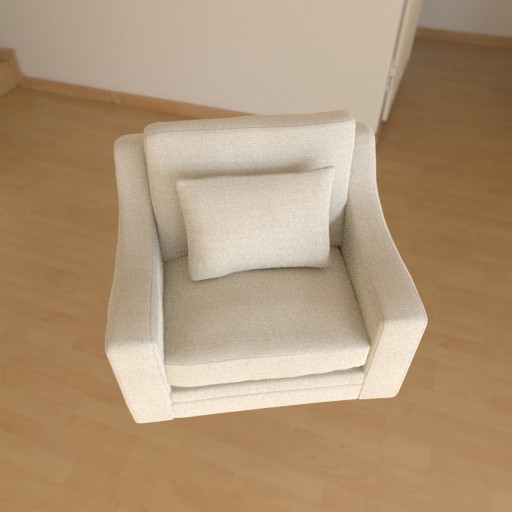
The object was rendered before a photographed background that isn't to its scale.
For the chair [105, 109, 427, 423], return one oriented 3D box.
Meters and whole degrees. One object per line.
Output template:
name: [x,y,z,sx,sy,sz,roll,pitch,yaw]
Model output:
chair: [0.000,0.000,1.943,1.178,1.016,1.009,-4,46,-4]
